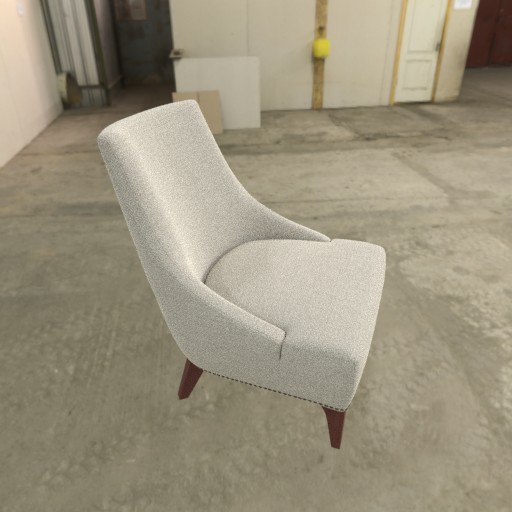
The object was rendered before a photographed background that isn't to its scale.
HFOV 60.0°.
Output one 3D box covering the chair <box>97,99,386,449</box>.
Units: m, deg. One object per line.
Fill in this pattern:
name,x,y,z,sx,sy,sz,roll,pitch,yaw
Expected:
chair,0.000,0.000,1.535,0.861,0.909,0.701,10,31,17
